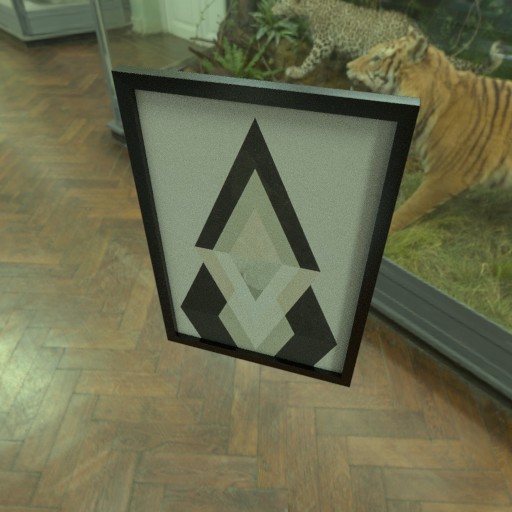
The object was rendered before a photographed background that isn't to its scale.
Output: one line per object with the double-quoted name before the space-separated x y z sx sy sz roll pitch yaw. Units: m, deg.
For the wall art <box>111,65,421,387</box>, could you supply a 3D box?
"wall art" 0.000 0.000 0.589 0.314 0.455 0.019 11 43 13
